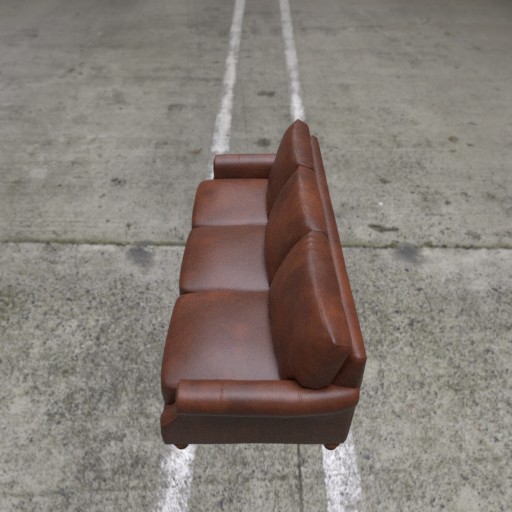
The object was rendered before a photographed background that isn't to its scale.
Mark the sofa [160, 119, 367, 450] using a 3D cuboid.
[{"bbox_3d":[0.000,0.000,2.893,0.973,0.977,2.351,0,40,0],"label":"sofa"}]
